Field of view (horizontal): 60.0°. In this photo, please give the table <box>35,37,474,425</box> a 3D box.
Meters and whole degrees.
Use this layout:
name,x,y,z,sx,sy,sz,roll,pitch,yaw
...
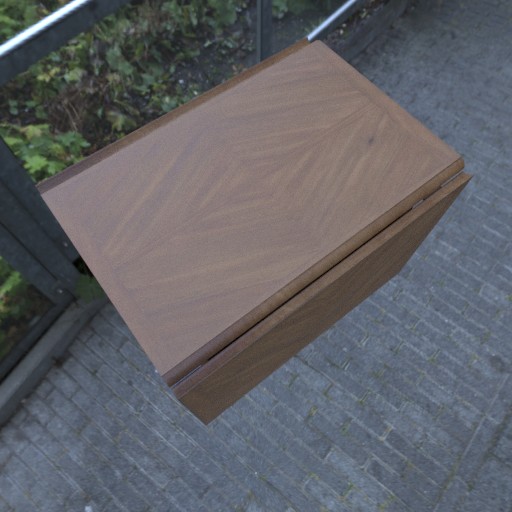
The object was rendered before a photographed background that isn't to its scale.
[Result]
name,x,y,z,sx,sy,sz,roll,pitch,yaw
table,0.000,0.000,1.625,0.967,0.981,0.701,-35,69,-16
